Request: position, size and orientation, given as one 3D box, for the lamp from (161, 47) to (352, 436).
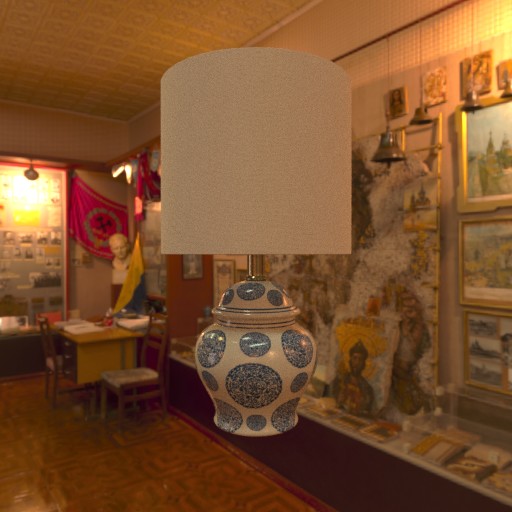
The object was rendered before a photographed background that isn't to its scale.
[{"bbox_3d":[0.000,0.000,0.511,0.215,0.381,0.215,0,0,-34],"label":"lamp"}]
